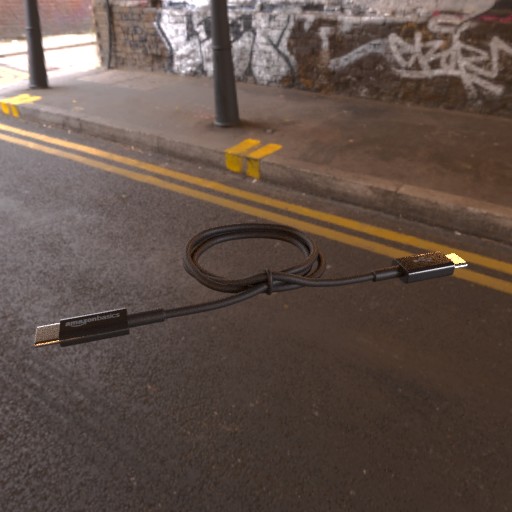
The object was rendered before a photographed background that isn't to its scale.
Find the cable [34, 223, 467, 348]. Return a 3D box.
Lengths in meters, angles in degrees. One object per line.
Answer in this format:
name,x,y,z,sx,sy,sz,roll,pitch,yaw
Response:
cable,0.000,0.000,0.214,0.192,0.014,0.070,-9,32,-15
